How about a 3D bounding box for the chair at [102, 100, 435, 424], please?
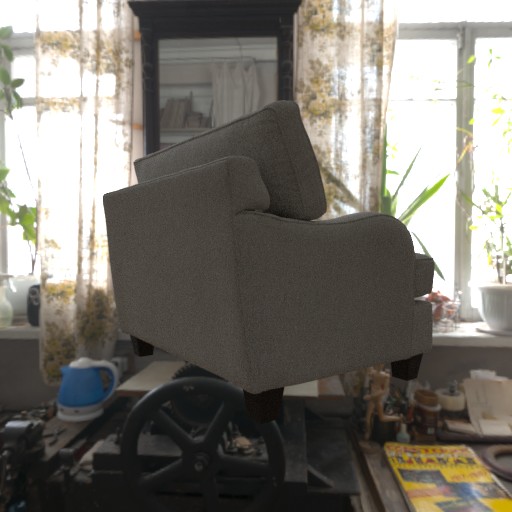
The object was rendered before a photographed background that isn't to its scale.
[{"bbox_3d":[0.000,0.000,2.028,1.041,1.016,1.220,-1,2,-36],"label":"chair"}]
